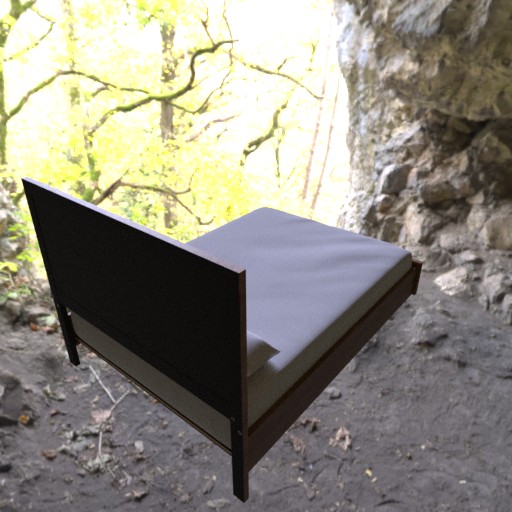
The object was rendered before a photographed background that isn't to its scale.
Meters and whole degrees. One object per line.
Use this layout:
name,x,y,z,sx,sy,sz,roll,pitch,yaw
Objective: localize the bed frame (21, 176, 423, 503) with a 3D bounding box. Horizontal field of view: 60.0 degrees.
bed frame,0.000,0.000,3.231,1.696,1.417,2.276,22,36,34
